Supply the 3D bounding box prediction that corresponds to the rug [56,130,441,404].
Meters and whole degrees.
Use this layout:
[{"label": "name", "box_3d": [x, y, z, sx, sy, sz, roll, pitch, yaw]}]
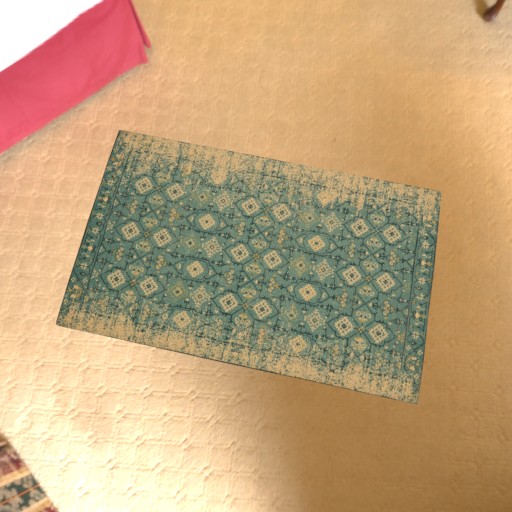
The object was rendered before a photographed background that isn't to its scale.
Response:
[{"label": "rug", "box_3d": [0.000, 0.000, 2.266, 1.795, 0.008, 1.102, 12, 75, 3]}]
